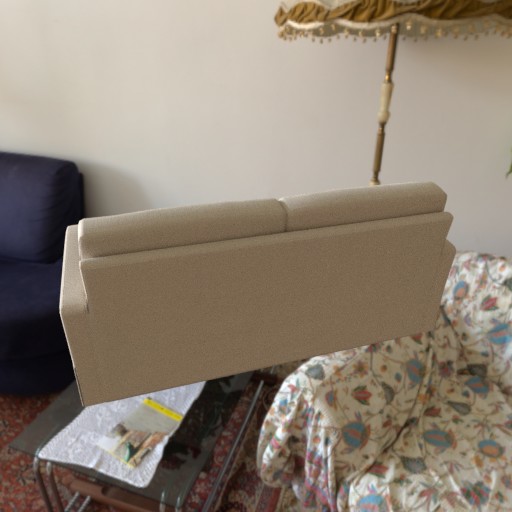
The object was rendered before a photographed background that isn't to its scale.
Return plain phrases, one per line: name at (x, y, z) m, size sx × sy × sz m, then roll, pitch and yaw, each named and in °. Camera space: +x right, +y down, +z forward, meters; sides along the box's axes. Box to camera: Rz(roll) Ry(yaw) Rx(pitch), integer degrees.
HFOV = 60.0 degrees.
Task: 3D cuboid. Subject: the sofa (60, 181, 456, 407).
sofa at (0.000, 0.000, 2.279) m, size 1.808 × 0.831 × 0.894 m, roll -8°, pitch 27°, yaw -16°
